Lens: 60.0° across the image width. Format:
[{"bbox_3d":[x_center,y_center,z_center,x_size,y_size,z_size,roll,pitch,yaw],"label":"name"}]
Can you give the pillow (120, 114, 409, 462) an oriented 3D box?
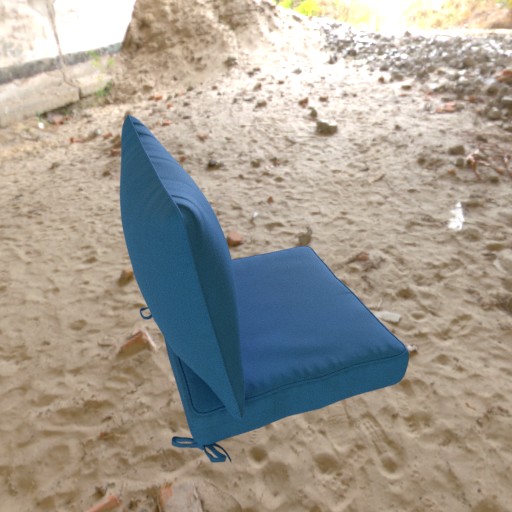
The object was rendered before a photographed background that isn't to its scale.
[{"bbox_3d":[0.000,0.000,1.336,0.733,0.725,0.798,-11,33,-18],"label":"pillow"}]
